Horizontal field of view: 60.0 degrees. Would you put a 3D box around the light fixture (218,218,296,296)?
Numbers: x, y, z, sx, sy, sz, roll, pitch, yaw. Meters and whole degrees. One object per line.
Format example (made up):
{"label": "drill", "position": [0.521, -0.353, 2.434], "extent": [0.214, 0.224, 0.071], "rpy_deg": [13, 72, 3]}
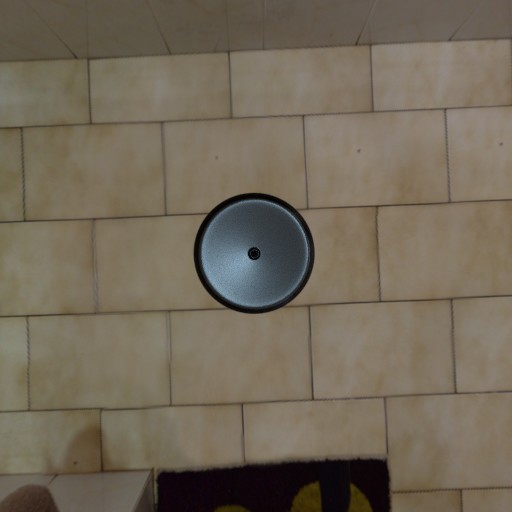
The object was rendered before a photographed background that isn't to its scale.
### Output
{"label": "light fixture", "position": [0.000, 0.000, 1.807], "extent": [0.430, 1.606, 0.430], "rpy_deg": [0, 90, 0]}
